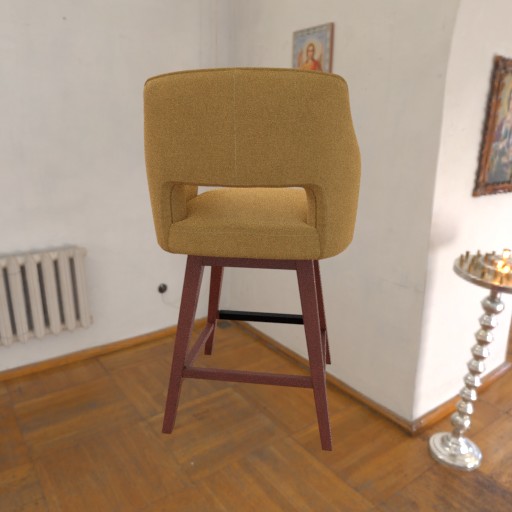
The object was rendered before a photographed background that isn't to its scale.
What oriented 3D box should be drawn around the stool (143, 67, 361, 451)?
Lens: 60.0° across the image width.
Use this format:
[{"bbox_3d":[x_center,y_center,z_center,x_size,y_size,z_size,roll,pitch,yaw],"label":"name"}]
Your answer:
[{"bbox_3d":[0.000,0.000,1.249,0.548,0.924,0.558,2,16,8],"label":"stool"}]
